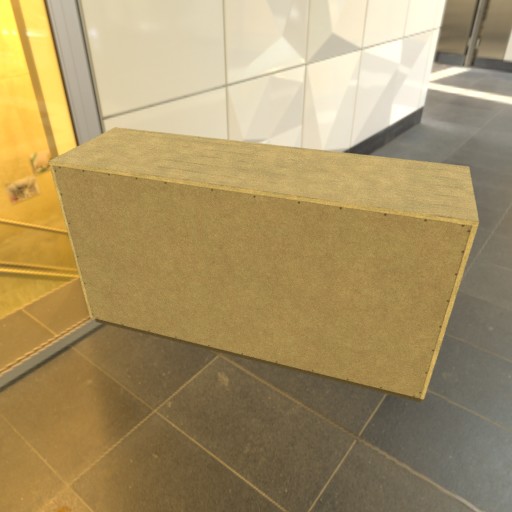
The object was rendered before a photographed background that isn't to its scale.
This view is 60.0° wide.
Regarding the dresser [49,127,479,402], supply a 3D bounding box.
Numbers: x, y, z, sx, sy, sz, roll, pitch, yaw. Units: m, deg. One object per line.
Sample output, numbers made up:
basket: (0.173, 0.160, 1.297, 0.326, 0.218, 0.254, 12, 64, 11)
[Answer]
dresser: (0.000, 0.000, 2.029, 1.628, 0.889, 0.483, 10, 35, 15)
